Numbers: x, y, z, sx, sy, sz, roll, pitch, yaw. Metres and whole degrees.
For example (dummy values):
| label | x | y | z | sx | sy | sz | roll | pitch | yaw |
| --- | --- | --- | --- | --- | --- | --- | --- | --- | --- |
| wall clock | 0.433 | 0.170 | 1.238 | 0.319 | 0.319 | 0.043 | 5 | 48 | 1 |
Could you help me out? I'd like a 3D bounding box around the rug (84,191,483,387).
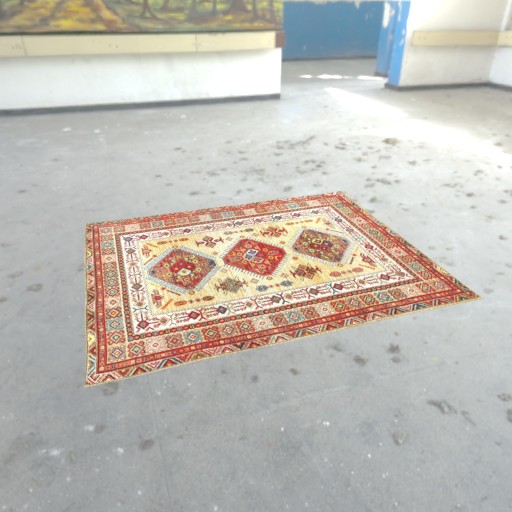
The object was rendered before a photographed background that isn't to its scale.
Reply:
| label | x | y | z | sx | sy | sz | roll | pitch | yaw |
| --- | --- | --- | --- | --- | --- | --- | --- | --- | --- |
| rug | 0.000 | 0.000 | 4.171 | 3.067 | 0.005 | 2.460 | -9 | 31 | -16 |
